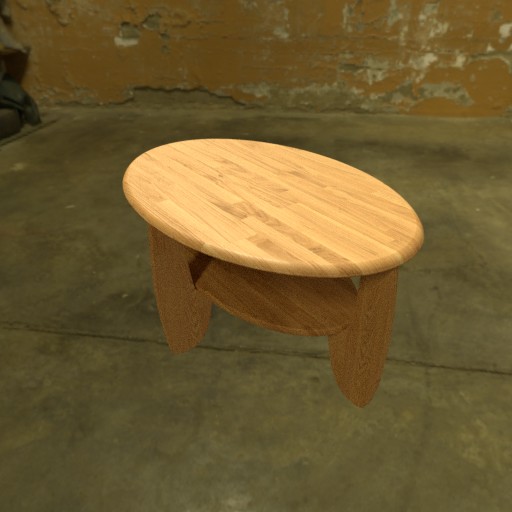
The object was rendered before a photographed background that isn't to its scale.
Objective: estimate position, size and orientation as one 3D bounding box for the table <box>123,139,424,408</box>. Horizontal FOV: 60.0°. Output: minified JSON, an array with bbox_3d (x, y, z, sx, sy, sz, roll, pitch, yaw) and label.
[{"bbox_3d":[0.000,0.000,1.406,0.690,0.490,1.040,-21,37,-31],"label":"table"}]
